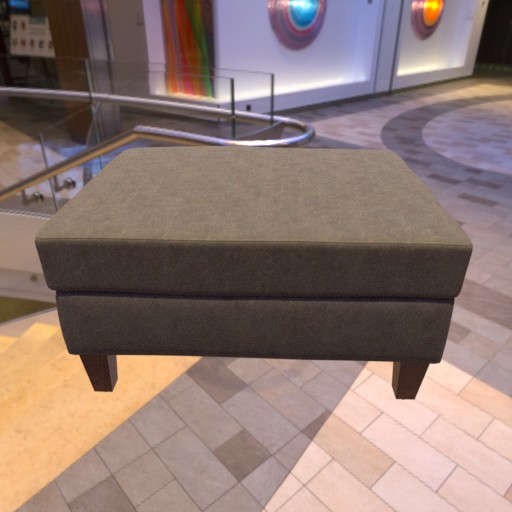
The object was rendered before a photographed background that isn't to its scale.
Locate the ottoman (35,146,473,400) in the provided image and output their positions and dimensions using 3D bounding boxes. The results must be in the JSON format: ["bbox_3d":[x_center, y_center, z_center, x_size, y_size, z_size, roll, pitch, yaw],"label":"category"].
[{"bbox_3d":[0.000,0.000,1.193,0.839,0.464,0.639,1,29,2],"label":"ottoman"}]
